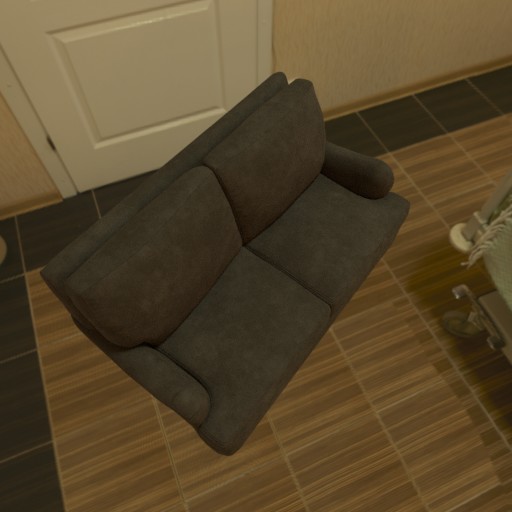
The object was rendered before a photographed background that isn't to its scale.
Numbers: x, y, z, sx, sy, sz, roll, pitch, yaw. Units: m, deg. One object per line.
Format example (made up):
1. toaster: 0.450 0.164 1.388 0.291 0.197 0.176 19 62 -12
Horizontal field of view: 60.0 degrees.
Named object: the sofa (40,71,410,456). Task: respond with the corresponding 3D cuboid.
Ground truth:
1. sofa: 0.000 0.000 2.521 1.084 1.101 1.853 34 64 19
